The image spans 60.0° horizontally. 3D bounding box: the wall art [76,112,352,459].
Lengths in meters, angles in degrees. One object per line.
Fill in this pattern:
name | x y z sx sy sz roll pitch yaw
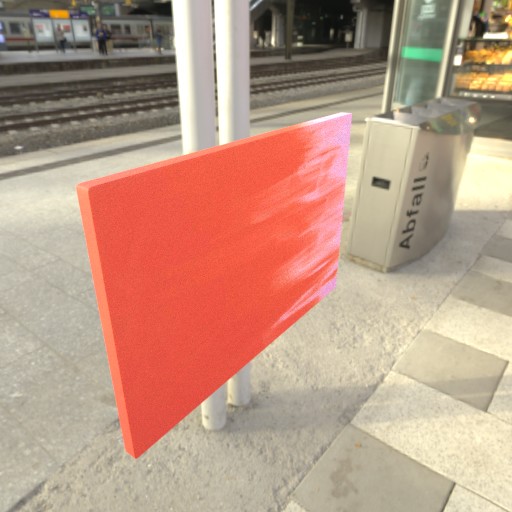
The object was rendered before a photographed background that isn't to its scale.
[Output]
wall art | 0.000 0.000 1.155 0.040 0.609 0.913 19 32 33
